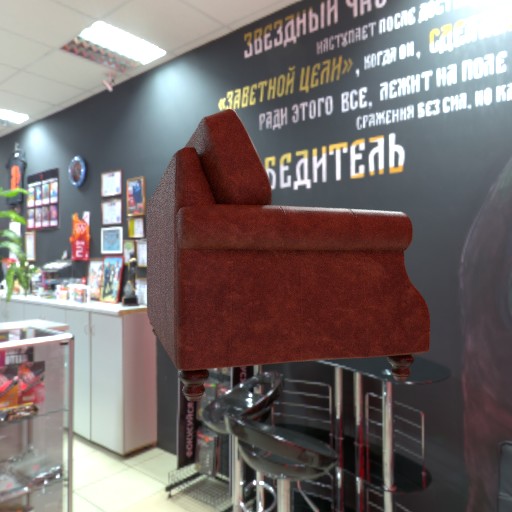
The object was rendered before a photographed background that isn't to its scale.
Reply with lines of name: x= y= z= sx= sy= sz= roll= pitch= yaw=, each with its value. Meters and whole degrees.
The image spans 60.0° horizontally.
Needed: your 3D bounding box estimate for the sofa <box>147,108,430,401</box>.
sofa: x=0.000 y=0.000 z=2.230 sx=0.990 sy=0.967 sz=1.616 roll=0 pitch=-1 yaw=-17
